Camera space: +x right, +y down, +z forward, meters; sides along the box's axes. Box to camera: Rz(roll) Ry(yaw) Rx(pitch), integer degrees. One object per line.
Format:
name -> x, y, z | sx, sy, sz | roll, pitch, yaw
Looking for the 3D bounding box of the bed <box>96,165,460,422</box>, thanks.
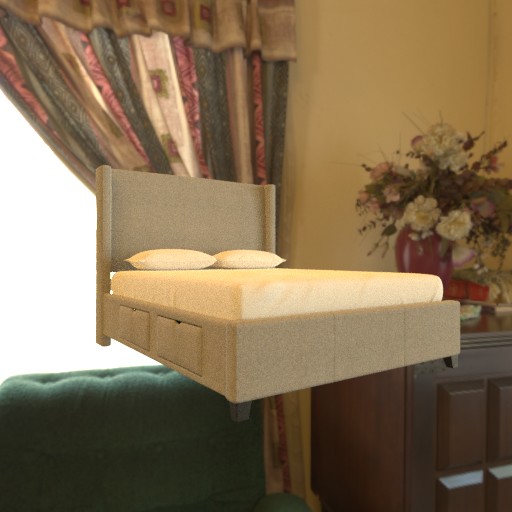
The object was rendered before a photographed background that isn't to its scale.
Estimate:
bed -> 0.000, 0.000, 3.340 | 1.774, 1.491, 2.222 | 0, 0, -35
